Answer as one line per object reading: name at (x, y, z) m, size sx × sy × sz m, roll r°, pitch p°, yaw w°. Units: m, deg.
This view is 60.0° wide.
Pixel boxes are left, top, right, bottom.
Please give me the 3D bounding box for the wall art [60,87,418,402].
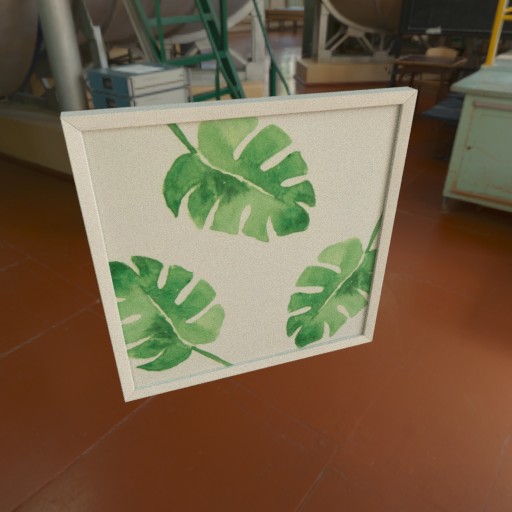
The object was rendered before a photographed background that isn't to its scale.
wall art at (0.000, 0.000, 1.120) m, size 0.762 × 0.762 × 0.040 m, roll -10°, pitch 33°, yaw -16°
